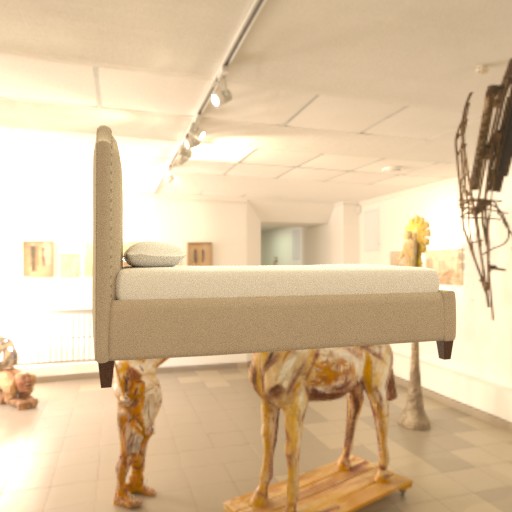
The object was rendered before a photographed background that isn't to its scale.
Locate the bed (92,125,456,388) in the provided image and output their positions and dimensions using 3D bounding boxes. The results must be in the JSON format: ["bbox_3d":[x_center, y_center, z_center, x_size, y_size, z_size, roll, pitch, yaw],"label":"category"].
[{"bbox_3d":[0.000,0.000,3.492,2.372,1.443,1.713,0,-1,-18],"label":"bed"}]
